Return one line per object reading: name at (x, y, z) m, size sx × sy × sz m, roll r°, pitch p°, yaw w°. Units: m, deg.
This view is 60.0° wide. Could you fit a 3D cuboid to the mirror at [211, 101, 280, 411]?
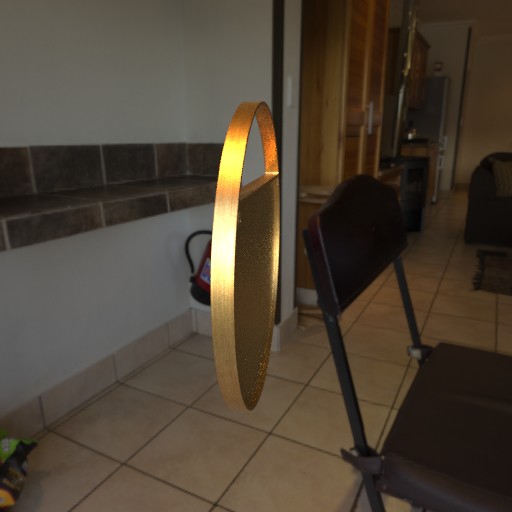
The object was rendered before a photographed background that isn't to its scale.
mirror at (0.000, 0.000, 0.858) m, size 0.032 × 0.565 × 0.565 m, roll 2°, pitch 15°, yaw 9°
